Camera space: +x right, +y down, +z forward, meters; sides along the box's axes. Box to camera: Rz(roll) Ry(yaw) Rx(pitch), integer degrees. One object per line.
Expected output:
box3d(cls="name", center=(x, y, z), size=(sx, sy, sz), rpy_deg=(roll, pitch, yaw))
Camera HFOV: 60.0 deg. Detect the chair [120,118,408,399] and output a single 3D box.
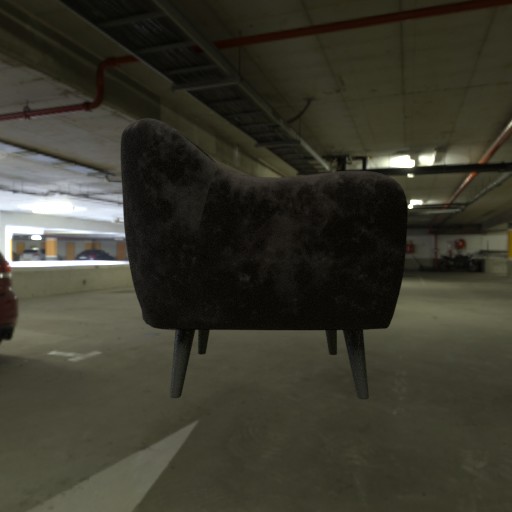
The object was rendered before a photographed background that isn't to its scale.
box3d(cls="chair", center=(0.000, 0.000, 1.547), size=(0.819, 0.807, 0.840), rpy_deg=(0, 0, 1))
